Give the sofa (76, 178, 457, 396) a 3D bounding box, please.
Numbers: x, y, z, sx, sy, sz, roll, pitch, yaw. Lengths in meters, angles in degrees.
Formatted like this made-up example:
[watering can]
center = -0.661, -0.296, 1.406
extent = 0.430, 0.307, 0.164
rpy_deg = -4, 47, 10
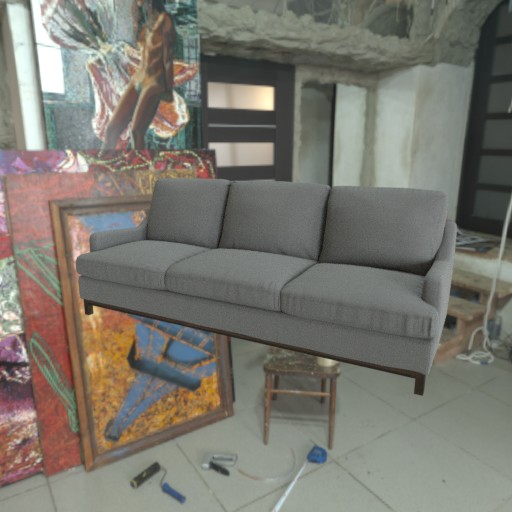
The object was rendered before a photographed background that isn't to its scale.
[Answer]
[sofa]
center = 0.000, 0.000, 2.918
extent = 2.344, 0.926, 0.987
rpy_deg = 7, 16, 27
